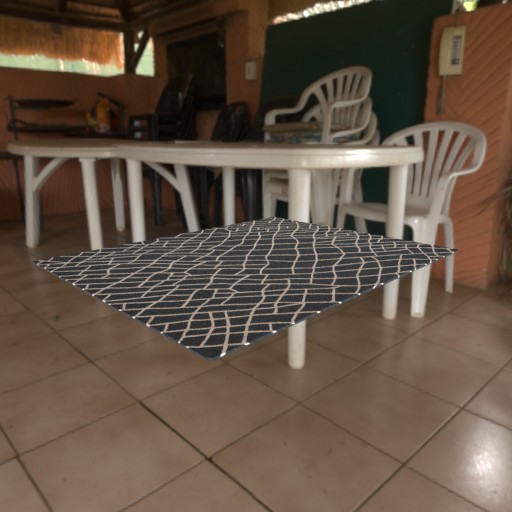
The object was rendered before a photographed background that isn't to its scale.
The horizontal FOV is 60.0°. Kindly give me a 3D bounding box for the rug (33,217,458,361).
[{"bbox_3d":[0.000,0.000,4.032,3.047,0.022,2.439,-15,21,-43],"label":"rug"}]
